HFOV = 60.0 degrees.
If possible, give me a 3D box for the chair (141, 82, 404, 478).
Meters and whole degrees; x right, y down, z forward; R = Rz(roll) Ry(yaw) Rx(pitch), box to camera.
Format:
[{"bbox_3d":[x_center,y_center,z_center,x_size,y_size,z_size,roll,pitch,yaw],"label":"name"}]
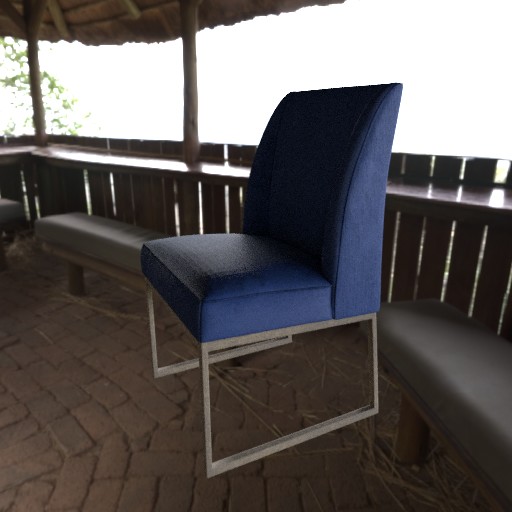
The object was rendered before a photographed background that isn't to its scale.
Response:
[{"bbox_3d":[0.000,0.000,1.191,0.522,0.863,0.508,-9,20,-26],"label":"chair"}]
